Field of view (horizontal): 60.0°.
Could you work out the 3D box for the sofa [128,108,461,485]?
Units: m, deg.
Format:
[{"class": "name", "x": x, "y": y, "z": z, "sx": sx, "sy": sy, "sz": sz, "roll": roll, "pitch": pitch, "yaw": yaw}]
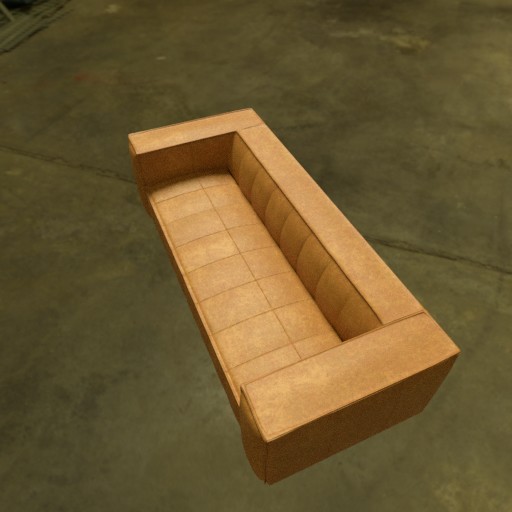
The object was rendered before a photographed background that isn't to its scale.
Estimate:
[{"class": "sofa", "x": 0.000, "y": 0.000, "z": 2.996, "sx": 1.102, "sy": 0.701, "sz": 2.581, "roll": -18, "pitch": 50, "yaw": -16}]
